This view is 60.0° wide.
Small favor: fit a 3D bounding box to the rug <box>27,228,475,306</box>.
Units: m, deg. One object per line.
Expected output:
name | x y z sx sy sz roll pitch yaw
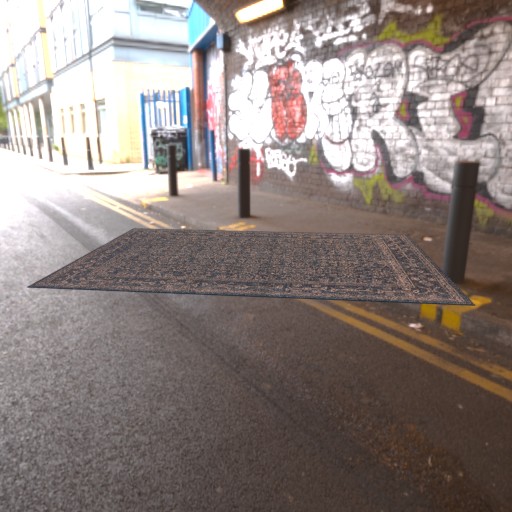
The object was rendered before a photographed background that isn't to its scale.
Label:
rug | 0.000 0.000 2.354 1.819 0.005 1.200 2 16 6
